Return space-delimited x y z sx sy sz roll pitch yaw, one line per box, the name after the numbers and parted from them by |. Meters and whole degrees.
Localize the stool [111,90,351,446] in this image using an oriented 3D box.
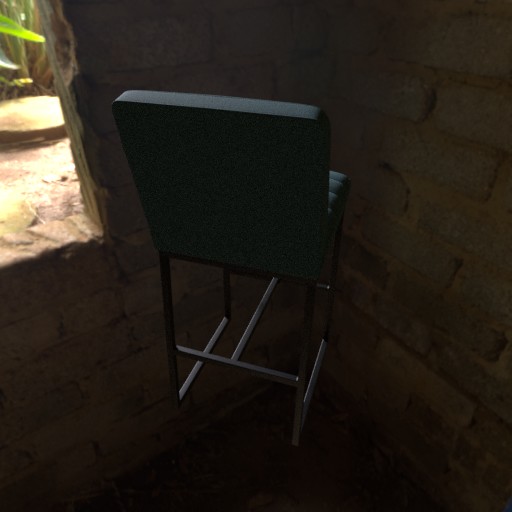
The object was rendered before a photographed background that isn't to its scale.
0.000 0.000 1.342 0.460 1.040 0.560 11 34 16 | stool
